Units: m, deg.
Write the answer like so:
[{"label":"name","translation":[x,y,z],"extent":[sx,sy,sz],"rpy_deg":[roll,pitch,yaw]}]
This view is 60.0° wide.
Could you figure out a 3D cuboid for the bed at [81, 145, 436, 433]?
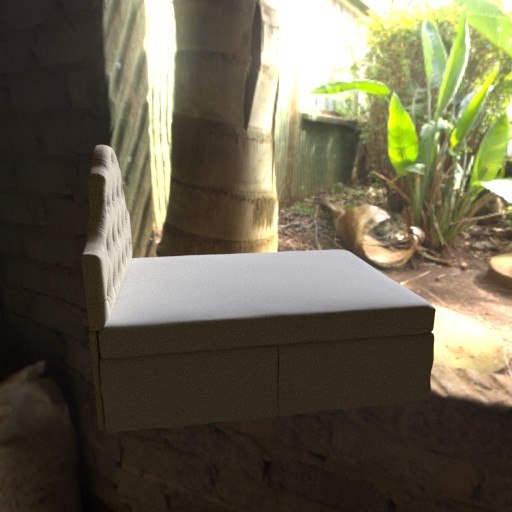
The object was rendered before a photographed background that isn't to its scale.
[{"label":"bed","translation":[0.000,0.000,3.233],"extent":[2.092,1.575,1.627],"rpy_deg":[-3,15,-10]}]
